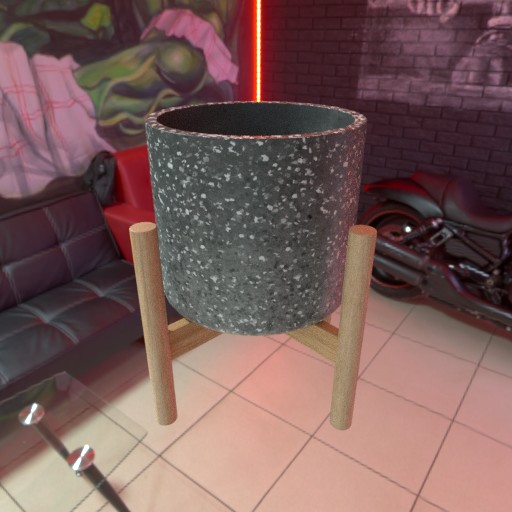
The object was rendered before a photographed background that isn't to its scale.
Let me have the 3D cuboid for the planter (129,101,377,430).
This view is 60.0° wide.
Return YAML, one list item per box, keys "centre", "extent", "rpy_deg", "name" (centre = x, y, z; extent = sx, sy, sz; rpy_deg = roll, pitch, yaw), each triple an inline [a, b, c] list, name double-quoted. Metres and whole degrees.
- centre: [0.000, 0.000, 0.524]
  extent: [0.284, 0.320, 0.284]
  rpy_deg: [-10, 28, -18]
  name: "planter"
